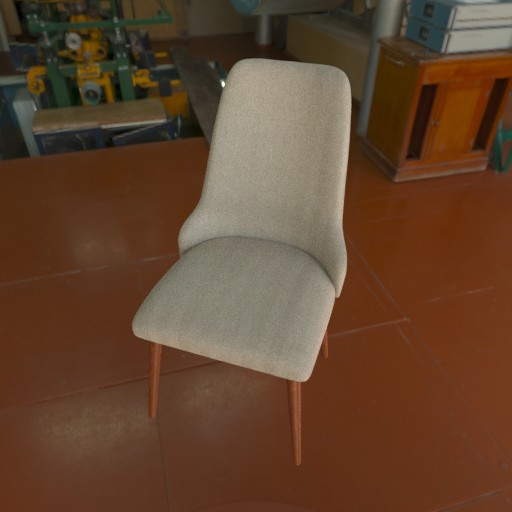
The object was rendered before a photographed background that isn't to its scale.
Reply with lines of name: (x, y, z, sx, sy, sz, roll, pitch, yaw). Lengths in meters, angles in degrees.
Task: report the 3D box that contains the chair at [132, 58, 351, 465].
chair: (0.000, 0.000, 1.304, 0.526, 0.917, 0.684, 12, 41, 14)
